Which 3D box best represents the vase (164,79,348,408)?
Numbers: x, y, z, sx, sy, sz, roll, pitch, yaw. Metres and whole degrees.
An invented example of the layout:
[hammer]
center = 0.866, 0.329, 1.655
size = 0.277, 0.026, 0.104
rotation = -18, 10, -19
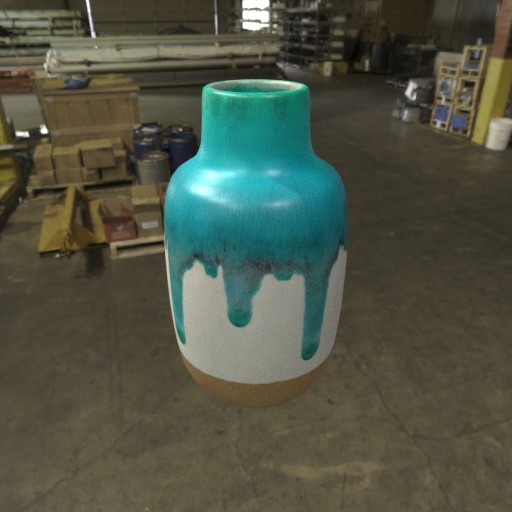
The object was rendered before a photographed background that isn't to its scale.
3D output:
[vase]
center = 0.000, 0.000, 0.265
size = 0.106, 0.192, 0.106
rotation = 0, 28, 0
